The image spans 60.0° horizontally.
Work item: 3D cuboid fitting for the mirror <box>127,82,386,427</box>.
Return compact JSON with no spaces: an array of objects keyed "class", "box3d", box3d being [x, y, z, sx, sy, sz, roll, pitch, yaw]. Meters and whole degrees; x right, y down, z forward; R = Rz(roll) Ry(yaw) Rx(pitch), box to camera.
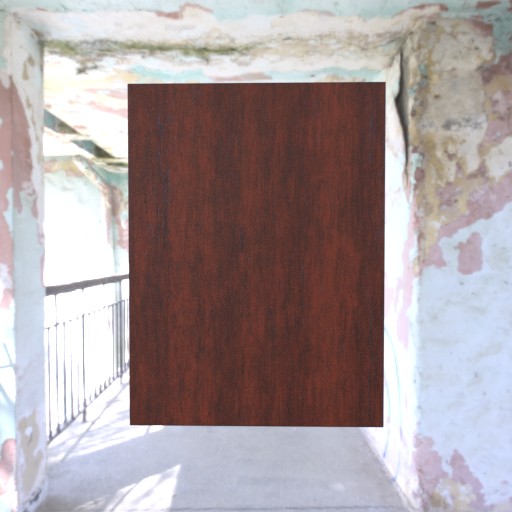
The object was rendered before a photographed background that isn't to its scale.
[{"class":"mirror","box3d":[0.000,0.000,1.049,0.600,0.805,0.021,0,1,1]}]
